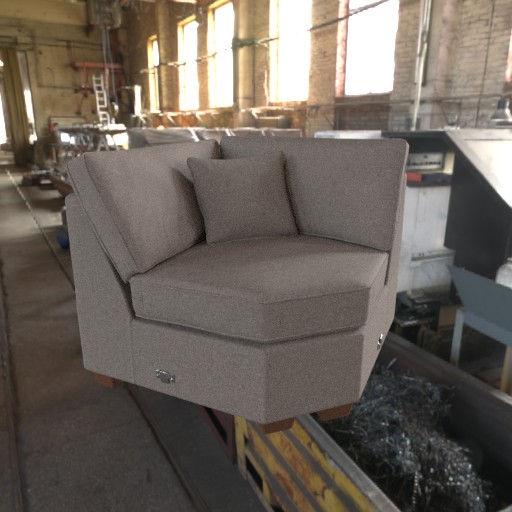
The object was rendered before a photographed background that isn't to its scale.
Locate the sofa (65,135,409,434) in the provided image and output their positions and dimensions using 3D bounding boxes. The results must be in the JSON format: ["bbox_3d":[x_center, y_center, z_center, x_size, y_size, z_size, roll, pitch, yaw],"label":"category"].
[{"bbox_3d":[0.000,0.000,1.839,1.042,0.951,1.050,8,18,25],"label":"sofa"}]
